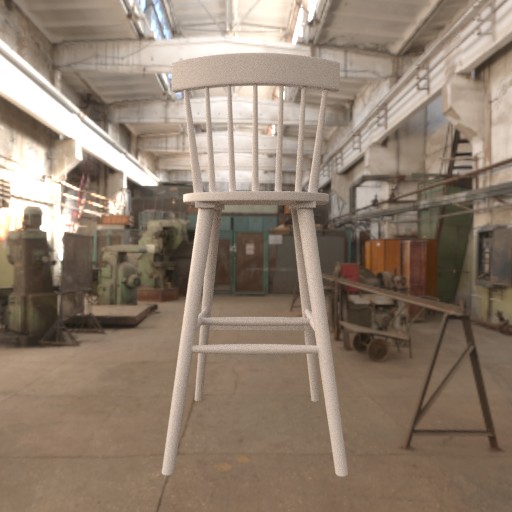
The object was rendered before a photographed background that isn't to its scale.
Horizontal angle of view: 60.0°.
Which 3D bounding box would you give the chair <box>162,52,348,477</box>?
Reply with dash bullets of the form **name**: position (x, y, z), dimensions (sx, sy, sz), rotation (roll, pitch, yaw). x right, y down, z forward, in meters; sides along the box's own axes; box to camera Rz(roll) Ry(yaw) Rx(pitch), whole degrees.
- **chair**: position (0.000, 0.000, 1.375), dimensions (0.483, 1.092, 0.572), rotation (0, 1, 1)
